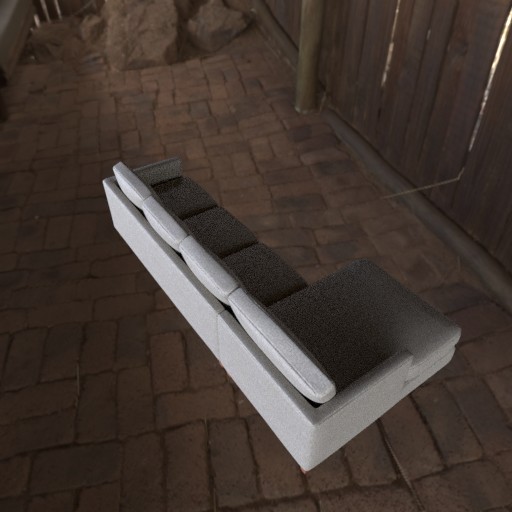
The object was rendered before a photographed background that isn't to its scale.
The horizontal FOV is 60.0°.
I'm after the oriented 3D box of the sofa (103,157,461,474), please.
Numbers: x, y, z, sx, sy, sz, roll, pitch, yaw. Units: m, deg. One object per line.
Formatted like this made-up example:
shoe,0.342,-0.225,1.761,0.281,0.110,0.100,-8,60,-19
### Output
sofa,0.000,0.000,3.855,1.502,0.876,3.201,-25,47,-26
